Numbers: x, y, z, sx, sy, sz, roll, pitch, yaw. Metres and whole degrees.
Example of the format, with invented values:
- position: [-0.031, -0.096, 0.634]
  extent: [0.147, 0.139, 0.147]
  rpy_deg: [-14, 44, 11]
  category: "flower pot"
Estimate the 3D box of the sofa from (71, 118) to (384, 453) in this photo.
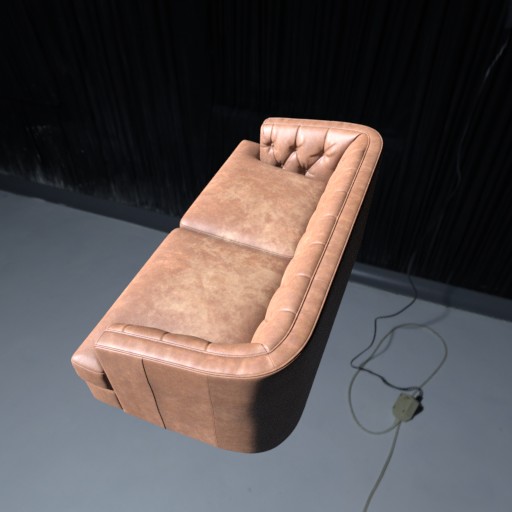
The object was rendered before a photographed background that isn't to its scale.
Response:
- position: [0.000, 0.000, 2.246]
  extent: [0.914, 0.786, 1.755]
  rpy_deg: [16, 48, 15]
  category: "sofa"
